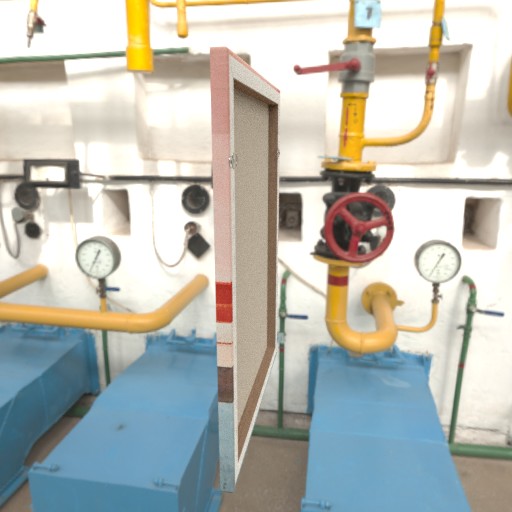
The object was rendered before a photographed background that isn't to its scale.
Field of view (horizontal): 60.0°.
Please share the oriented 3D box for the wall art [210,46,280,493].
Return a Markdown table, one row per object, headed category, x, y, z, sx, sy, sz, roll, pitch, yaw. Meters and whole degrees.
| category | x | y | z | sx | sy | sz | roll | pitch | yaw |
| --- | --- | --- | --- | --- | --- | --- | --- | --- | --- |
| wall art | 0.000 | 0.000 | 1.333 | 0.039 | 1.016 | 0.761 | 3 | 15 | 10 |
